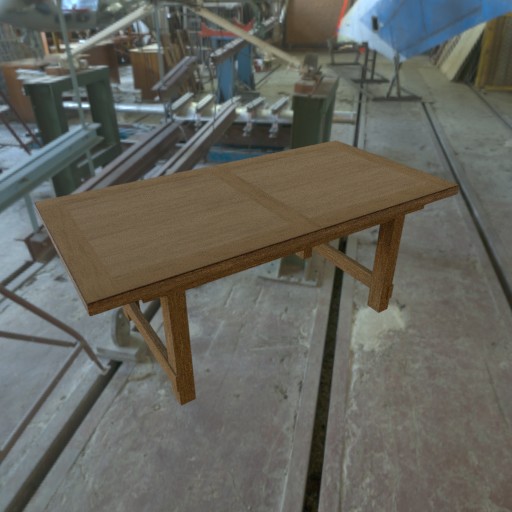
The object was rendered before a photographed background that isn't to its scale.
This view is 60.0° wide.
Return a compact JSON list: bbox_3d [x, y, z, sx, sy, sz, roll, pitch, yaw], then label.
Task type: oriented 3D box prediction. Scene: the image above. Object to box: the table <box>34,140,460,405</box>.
[{"bbox_3d":[0.000,0.000,2.494,1.982,0.762,1.000,-18,35,-28],"label":"table"}]
